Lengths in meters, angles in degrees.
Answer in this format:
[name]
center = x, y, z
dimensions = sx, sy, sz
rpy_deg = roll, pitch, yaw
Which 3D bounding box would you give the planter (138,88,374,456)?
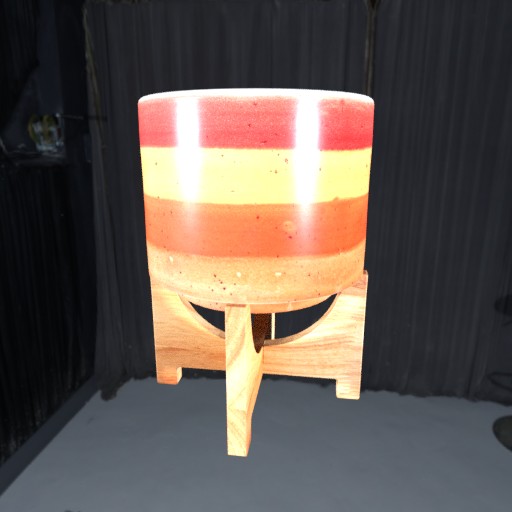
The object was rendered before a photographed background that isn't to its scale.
[planter]
center = 0.000, 0.000, 0.403
dimensions = 0.199, 0.268, 0.199
rpy_deg = 0, 15, 0
